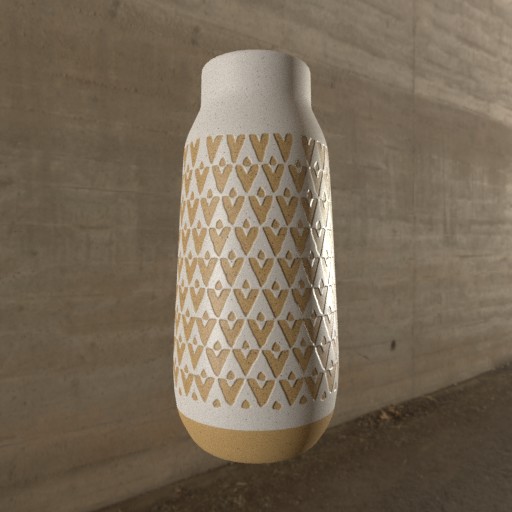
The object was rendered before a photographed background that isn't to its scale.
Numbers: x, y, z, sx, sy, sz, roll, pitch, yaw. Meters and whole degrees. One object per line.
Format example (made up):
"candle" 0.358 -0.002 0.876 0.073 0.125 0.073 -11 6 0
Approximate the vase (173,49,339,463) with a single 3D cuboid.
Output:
"vase" 0.000 0.000 0.373 0.137 0.307 0.137 0 1 0
